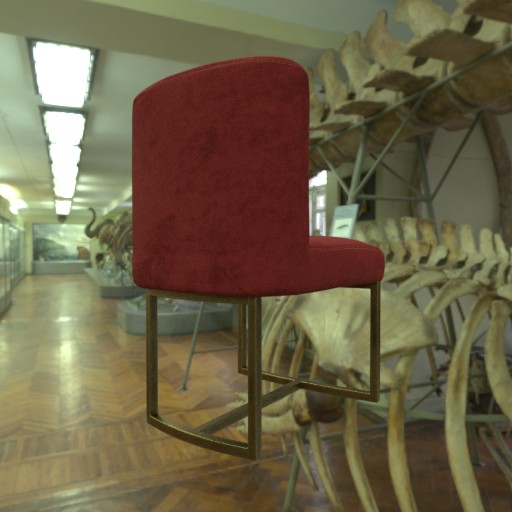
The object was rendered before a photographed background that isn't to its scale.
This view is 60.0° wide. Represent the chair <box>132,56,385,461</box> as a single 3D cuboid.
[{"bbox_3d":[0.000,0.000,1.183,0.530,0.824,0.560,1,2,36],"label":"chair"}]
